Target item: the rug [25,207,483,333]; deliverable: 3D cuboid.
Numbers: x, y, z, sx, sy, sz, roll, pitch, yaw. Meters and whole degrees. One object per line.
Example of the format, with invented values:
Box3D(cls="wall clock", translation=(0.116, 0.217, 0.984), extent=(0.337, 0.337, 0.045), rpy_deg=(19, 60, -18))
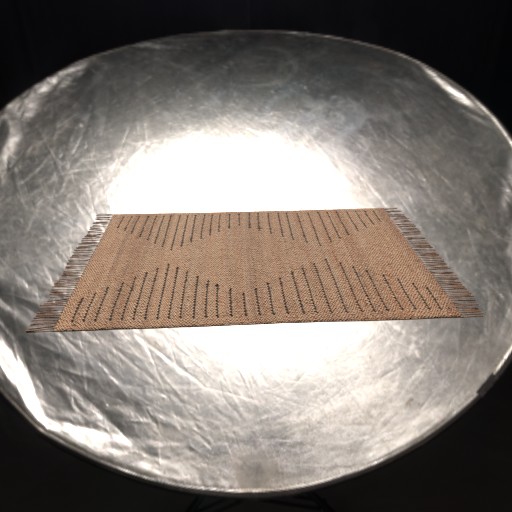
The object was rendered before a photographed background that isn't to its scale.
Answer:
Box3D(cls="rug", translation=(0.000, 0.000, 2.493), extent=(2.085, 0.027, 1.224), rpy_deg=(-2, 30, -3))
